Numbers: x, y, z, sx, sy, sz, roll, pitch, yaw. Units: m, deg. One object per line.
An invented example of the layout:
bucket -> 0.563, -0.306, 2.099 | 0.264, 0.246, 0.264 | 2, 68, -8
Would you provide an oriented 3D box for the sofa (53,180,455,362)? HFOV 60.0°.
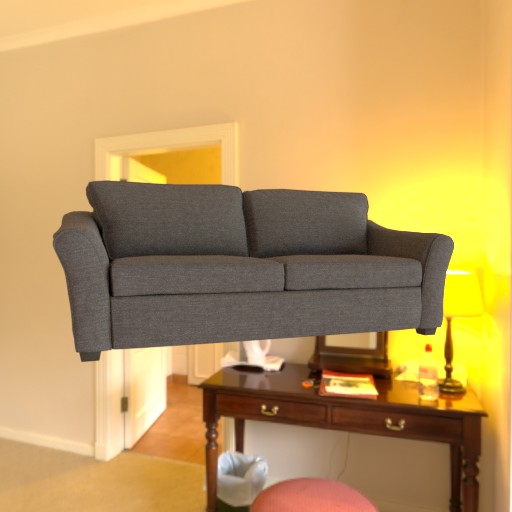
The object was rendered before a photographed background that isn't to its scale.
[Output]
sofa -> 0.000, 0.000, 2.749 | 2.270, 0.950, 0.971 | 0, 1, -19
